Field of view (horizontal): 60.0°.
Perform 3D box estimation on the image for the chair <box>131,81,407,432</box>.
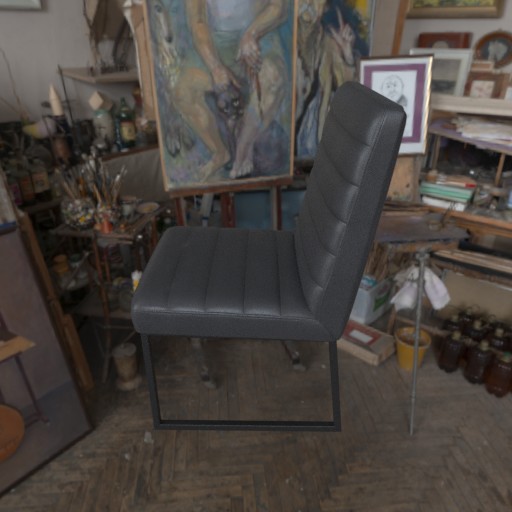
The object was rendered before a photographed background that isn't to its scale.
[{"bbox_3d":[0.000,0.000,1.310,0.634,0.930,0.520,0,27,1],"label":"chair"}]
